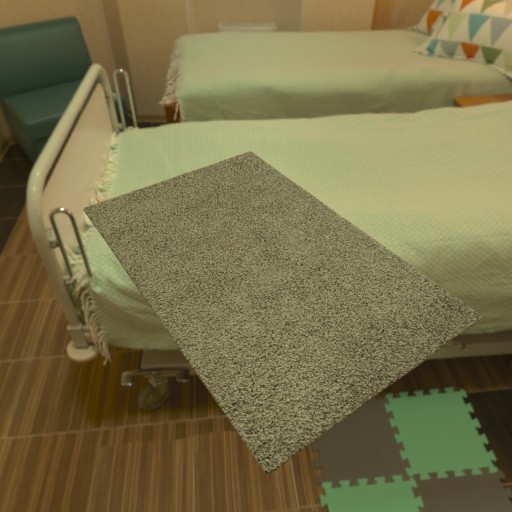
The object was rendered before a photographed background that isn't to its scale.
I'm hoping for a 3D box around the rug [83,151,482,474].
[{"bbox_3d":[0.000,0.000,3.410,1.778,0.030,2.743,-25,47,-25],"label":"rug"}]
